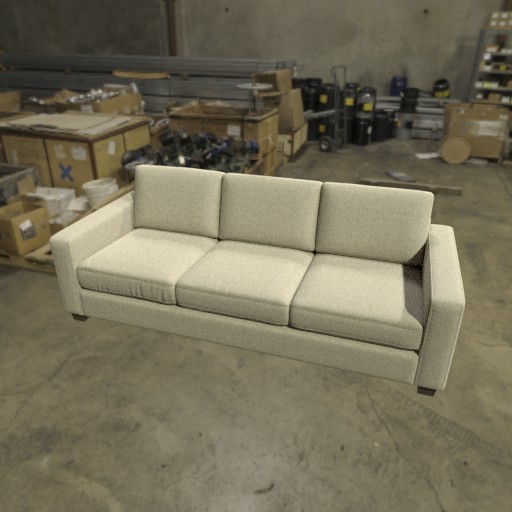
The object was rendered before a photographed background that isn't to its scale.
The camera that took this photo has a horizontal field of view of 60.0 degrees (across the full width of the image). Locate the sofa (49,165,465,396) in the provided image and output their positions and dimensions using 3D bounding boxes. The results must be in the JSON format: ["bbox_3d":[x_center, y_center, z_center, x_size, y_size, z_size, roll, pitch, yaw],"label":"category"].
[{"bbox_3d":[0.000,0.000,2.604,2.160,0.800,0.900,8,28,16],"label":"sofa"}]
